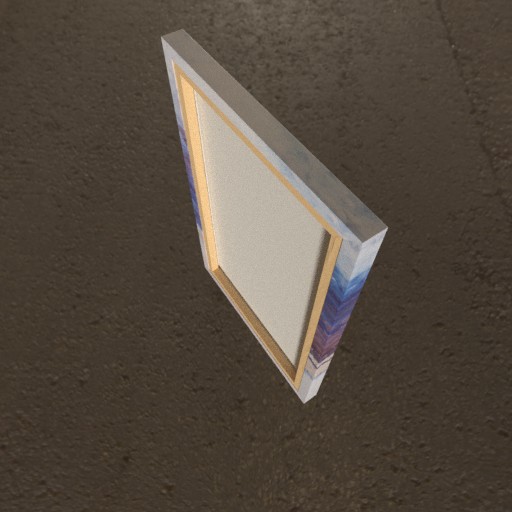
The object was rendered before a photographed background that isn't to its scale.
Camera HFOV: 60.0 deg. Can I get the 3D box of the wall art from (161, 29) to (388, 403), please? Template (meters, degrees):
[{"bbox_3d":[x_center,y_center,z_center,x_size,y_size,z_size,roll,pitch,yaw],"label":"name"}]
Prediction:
[{"bbox_3d":[0.000,0.000,1.107,0.048,0.874,0.583,-30,63,-17],"label":"wall art"}]
